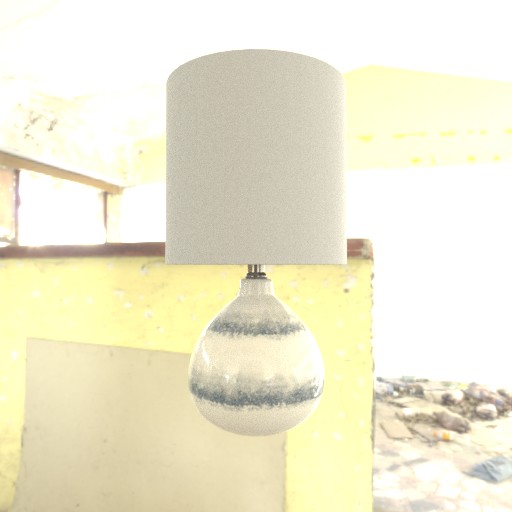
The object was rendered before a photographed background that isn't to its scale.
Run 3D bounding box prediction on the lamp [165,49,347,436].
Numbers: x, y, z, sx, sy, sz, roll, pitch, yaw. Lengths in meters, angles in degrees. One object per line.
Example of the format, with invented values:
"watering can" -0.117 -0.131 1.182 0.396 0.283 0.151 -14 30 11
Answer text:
"lamp" 0.000 0.000 0.540 0.216 0.404 0.216 -1 -1 36
